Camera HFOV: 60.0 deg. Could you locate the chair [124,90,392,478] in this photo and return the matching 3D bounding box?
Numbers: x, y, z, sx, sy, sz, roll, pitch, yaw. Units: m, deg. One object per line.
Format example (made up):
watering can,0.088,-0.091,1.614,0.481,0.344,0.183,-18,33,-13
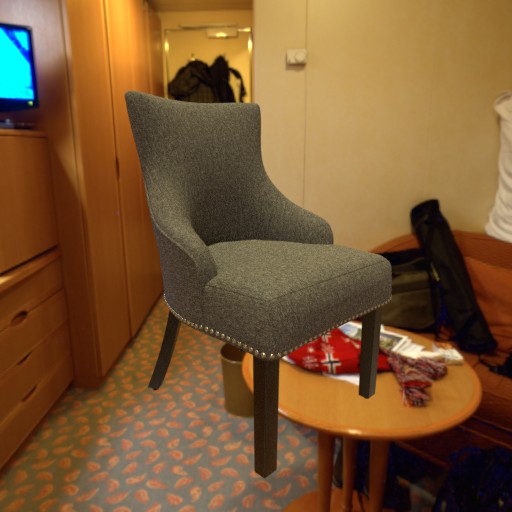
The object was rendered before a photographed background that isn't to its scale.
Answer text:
chair,0.000,0.000,1.293,0.629,0.909,0.566,13,19,42
